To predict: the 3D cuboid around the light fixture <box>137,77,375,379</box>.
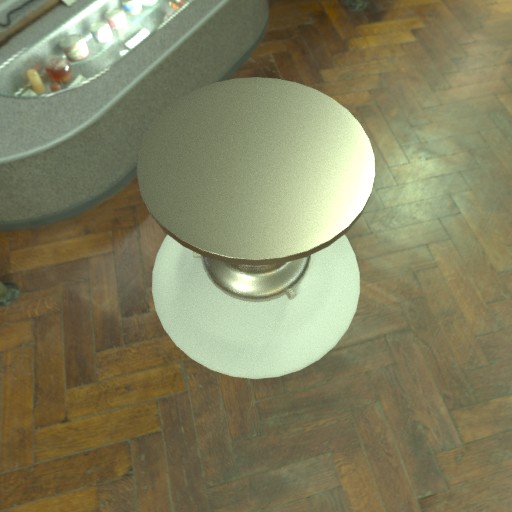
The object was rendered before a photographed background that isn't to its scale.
[{"bbox_3d":[0.000,0.000,0.393,0.199,0.254,0.199,0,60,0],"label":"light fixture"}]
